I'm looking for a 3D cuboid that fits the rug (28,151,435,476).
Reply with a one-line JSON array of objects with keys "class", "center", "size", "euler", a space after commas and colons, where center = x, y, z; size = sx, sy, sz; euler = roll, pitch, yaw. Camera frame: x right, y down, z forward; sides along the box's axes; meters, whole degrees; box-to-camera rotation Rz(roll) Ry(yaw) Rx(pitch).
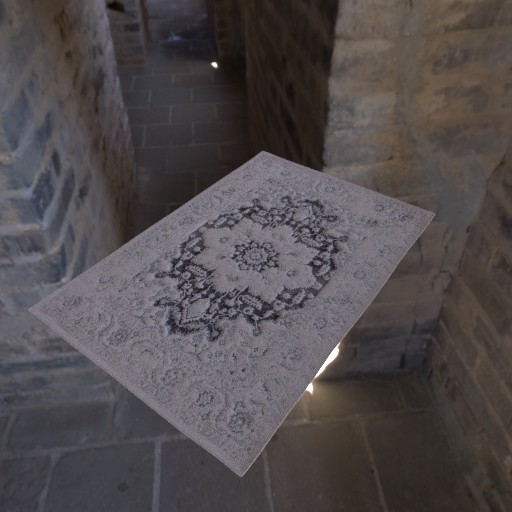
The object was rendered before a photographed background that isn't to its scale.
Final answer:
[{"class": "rug", "center": [0.000, 0.000, 2.264], "size": [1.223, 0.008, 1.813], "euler": [26, 48, 26]}]
